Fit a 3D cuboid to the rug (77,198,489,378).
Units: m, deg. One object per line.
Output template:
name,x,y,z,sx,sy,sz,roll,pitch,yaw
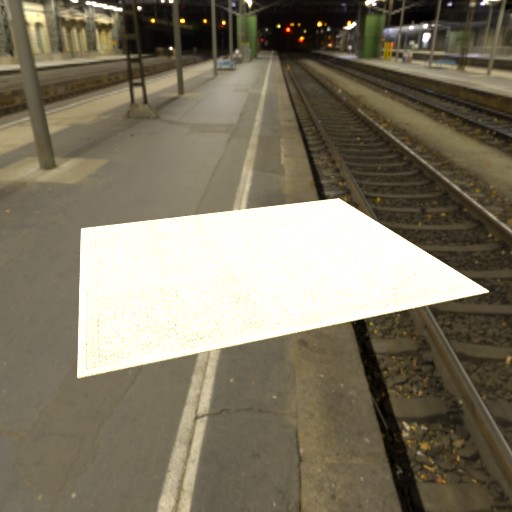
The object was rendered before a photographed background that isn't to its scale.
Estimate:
rug,0.000,0.000,4.077,3.050,0.015,2.441,-9,27,-17
